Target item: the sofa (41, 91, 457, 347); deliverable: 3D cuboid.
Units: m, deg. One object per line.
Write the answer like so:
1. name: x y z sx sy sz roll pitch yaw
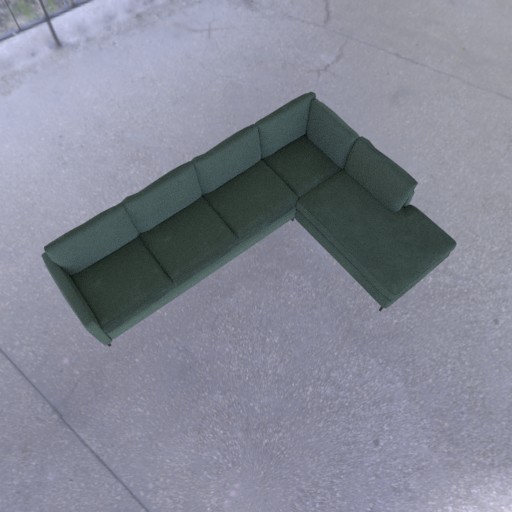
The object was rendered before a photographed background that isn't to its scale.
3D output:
1. sofa: 0.000 0.000 3.221 2.486 0.687 1.707 -35 68 -17
